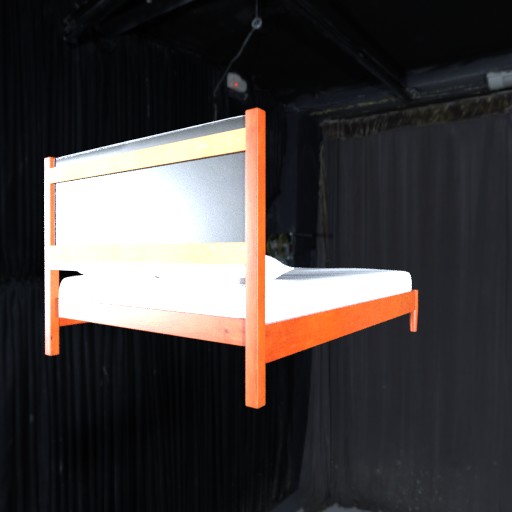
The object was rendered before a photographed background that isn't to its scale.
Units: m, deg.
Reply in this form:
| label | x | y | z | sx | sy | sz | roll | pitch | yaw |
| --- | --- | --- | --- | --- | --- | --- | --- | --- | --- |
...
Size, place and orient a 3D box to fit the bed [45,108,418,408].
| label | x | y | z | sx | sy | sz | roll | pitch | yaw |
| --- | --- | --- | --- | --- | --- | --- | --- | --- | --- |
| bed | 0.000 | 0.000 | 3.021 | 1.566 | 1.165 | 2.117 | 0 | 1 | 36 |
